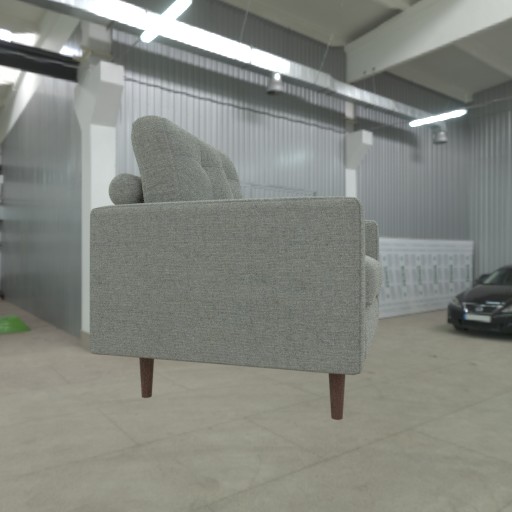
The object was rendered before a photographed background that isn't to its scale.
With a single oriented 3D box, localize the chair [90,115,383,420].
[{"bbox_3d":[0.000,0.000,1.558,0.843,0.880,0.821,0,0,18],"label":"chair"}]
